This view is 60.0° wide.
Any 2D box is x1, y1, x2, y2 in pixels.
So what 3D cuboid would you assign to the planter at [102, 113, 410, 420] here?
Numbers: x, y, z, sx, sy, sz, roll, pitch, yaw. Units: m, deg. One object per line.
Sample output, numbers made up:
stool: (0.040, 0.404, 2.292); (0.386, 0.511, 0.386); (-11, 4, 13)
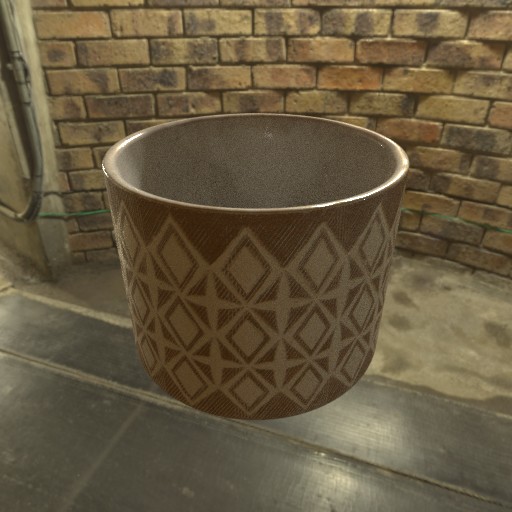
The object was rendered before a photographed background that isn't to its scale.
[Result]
planter: (0.000, 0.000, 0.333); (0.193, 0.165, 0.193); (0, 31, 0)
